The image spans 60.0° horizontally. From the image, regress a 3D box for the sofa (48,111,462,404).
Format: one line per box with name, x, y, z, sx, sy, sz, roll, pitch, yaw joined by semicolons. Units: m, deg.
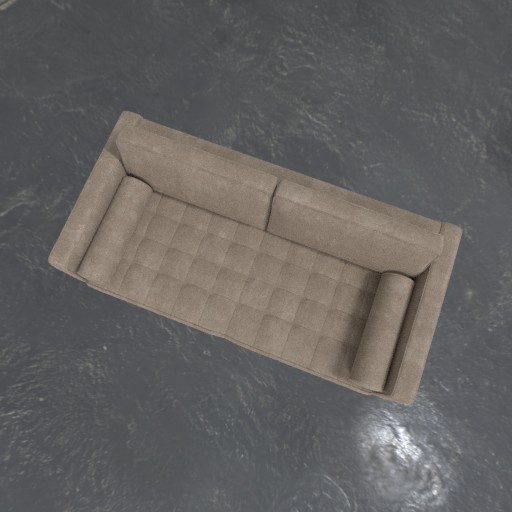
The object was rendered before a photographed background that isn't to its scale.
sofa;0.000;0.000;2.335;1.883;0.769;0.920;20;77;5
